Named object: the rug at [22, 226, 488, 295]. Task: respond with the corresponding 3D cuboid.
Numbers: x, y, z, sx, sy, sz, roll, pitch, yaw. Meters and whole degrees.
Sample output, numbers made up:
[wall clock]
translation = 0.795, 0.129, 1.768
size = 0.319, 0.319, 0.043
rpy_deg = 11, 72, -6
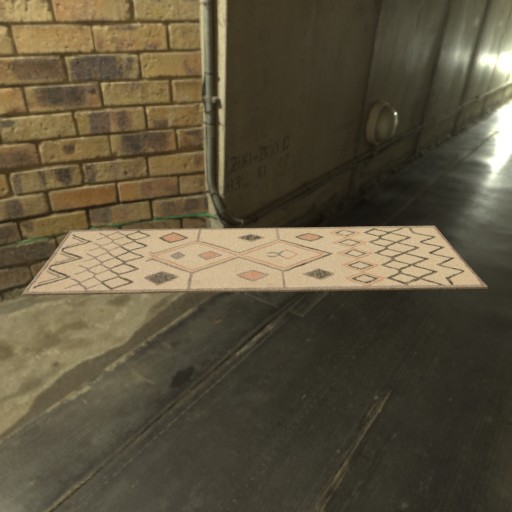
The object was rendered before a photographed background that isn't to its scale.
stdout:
[rug]
translation = 0.000, 0.000, 2.635
size = 2.435, 0.011, 0.750
rpy_deg = -1, 30, -1
